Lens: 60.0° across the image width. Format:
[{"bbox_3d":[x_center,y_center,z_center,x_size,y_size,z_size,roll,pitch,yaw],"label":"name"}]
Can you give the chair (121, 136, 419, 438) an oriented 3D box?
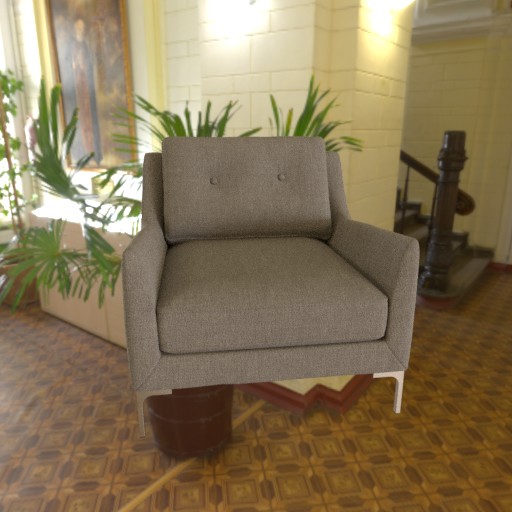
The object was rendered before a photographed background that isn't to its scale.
[{"bbox_3d":[0.000,0.000,1.602,0.847,0.828,0.849,-2,16,-8],"label":"chair"}]
